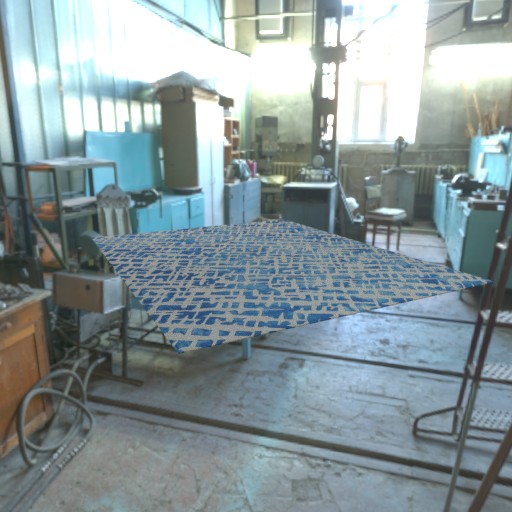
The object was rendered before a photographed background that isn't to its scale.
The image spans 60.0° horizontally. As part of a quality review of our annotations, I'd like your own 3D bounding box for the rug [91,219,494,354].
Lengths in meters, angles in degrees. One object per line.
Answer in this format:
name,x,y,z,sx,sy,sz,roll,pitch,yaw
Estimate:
rug,0.000,0.000,4.026,2.435,0.007,3.007,-8,17,-27
